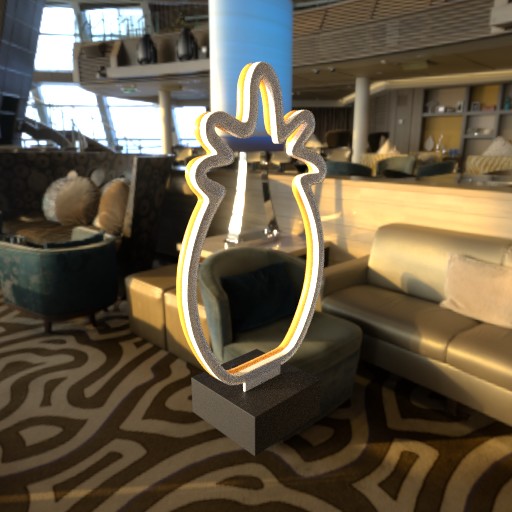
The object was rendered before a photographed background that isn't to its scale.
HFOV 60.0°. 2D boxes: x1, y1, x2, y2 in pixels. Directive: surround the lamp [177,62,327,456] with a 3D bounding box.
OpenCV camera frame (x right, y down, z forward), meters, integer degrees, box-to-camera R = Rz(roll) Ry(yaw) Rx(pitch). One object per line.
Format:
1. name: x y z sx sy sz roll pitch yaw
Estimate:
1. lamp: 0.000 0.000 0.393 0.167 0.317 0.088 -14 20 -42
